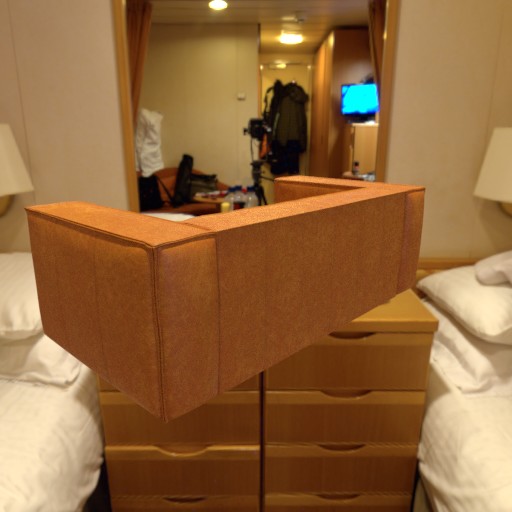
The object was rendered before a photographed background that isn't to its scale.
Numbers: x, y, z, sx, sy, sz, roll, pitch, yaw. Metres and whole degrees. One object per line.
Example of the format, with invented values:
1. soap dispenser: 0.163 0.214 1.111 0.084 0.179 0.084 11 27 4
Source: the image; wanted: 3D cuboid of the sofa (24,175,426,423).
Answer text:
1. sofa: 0.000 0.000 2.511 1.102 0.703 2.088 14 21 41
